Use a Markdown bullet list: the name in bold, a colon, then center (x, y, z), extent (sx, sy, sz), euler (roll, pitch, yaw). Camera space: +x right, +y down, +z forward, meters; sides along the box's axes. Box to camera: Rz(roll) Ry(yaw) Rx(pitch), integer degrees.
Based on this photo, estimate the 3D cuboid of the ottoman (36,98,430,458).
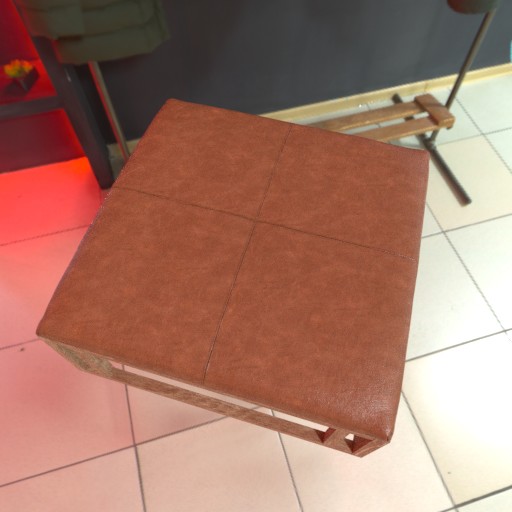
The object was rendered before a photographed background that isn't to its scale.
- **ottoman**: center (0.000, 0.000, 1.552), extent (1.016, 0.442, 1.013), euler (14, 61, 8)
